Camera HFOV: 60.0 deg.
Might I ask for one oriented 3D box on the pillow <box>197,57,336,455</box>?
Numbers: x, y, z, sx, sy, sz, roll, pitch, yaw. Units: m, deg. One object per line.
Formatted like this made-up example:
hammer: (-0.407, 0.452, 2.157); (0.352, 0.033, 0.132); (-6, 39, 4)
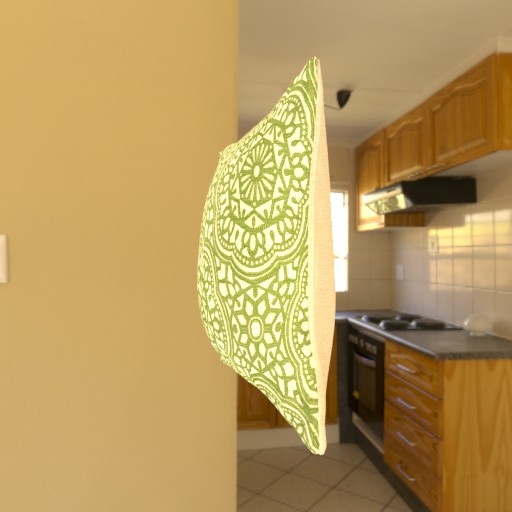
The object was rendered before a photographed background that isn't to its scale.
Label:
pillow: (0.000, 0.000, 0.669); (0.162, 0.419, 0.440); (0, 0, -18)
